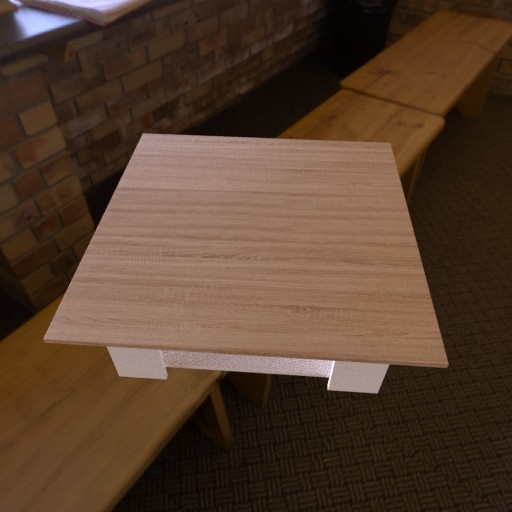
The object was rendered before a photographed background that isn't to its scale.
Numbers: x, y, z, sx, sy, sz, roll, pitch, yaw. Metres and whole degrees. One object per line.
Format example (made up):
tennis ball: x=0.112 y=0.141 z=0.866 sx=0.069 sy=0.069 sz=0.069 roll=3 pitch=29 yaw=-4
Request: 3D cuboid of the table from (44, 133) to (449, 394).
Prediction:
table: x=0.000 y=0.000 z=1.388 sx=0.890 sy=0.305 sz=0.890 roll=3 pitch=46 yaw=3
